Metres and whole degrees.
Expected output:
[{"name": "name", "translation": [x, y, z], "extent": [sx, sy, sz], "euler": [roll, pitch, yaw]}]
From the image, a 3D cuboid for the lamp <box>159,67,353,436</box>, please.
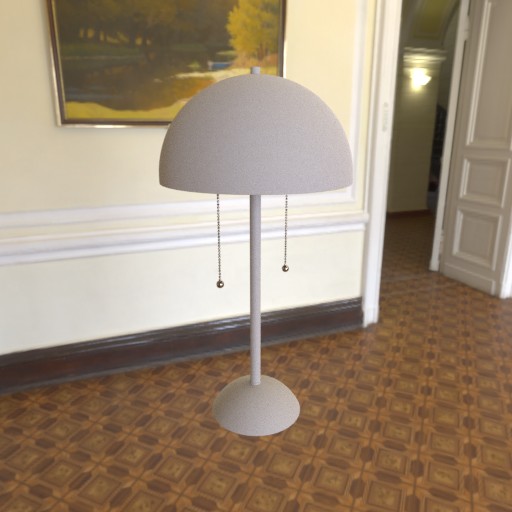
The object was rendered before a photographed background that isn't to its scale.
[{"name": "lamp", "translation": [0.000, 0.000, 0.419], "extent": [0.171, 0.330, 0.171], "euler": [0, 16, 0]}]
